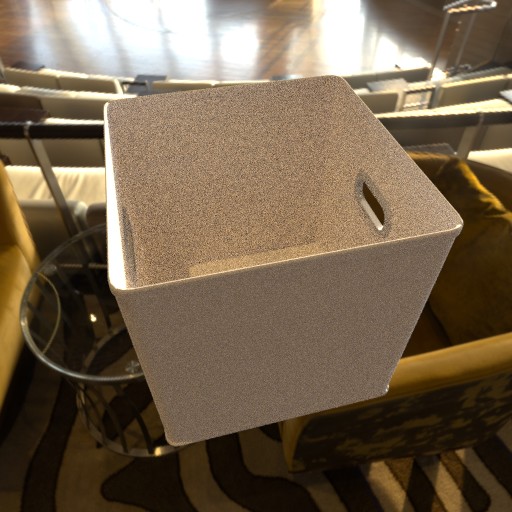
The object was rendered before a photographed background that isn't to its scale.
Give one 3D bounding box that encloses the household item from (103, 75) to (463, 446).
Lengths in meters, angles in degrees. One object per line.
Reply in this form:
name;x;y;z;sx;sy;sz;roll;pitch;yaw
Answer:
household item;0.000;0.000;0.562;0.305;0.305;0.305;-10;48;-10
